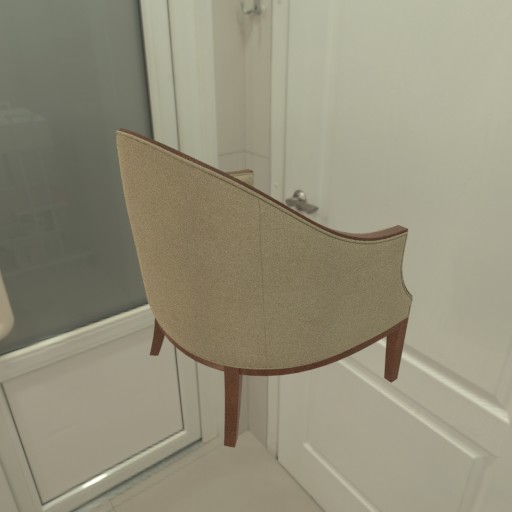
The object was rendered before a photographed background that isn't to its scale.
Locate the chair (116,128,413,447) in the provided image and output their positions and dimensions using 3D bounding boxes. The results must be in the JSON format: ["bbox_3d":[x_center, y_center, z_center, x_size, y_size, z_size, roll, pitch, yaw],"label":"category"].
[{"bbox_3d":[0.000,0.000,1.468,0.735,0.876,0.803,-19,32,-32],"label":"chair"}]
